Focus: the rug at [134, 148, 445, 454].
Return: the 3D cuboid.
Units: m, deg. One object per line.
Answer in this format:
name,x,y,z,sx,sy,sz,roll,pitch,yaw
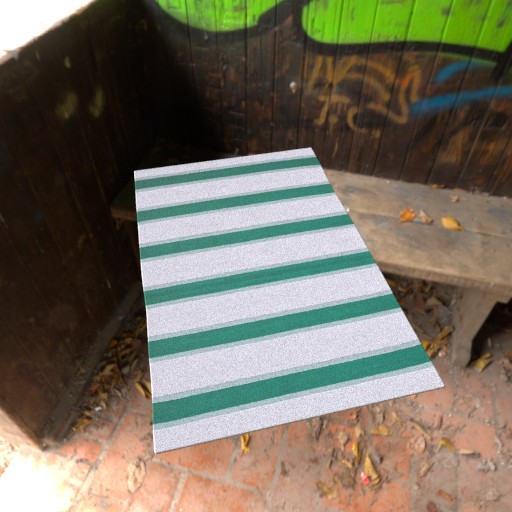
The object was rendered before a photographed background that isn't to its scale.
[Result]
rug,0.000,0.000,2.375,1.210,0.012,1.829,-10,48,-9
